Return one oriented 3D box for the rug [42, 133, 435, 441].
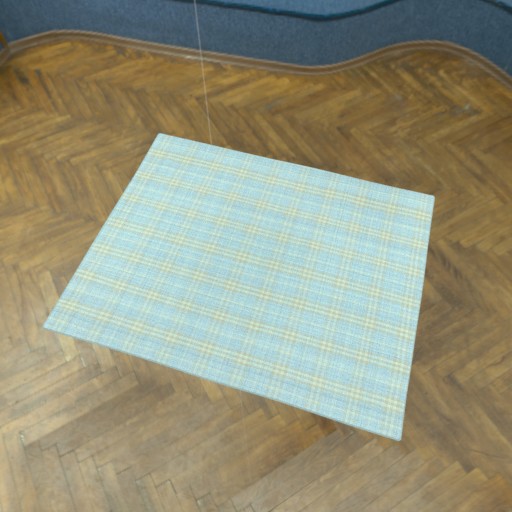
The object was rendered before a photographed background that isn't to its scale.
[{"bbox_3d":[0.000,0.000,4.153,3.066,0.030,2.462,15,60,9],"label":"rug"}]
